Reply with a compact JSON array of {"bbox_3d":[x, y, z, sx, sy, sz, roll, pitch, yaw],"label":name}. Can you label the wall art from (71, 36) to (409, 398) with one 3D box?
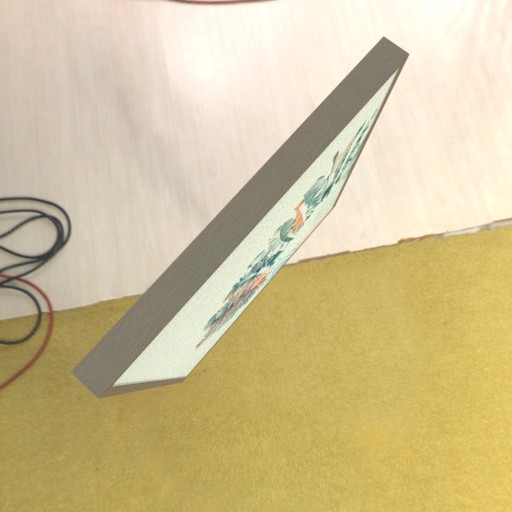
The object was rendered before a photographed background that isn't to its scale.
[{"bbox_3d":[0.000,0.000,0.721,0.038,0.506,0.508,40,79,9],"label":"wall art"}]
